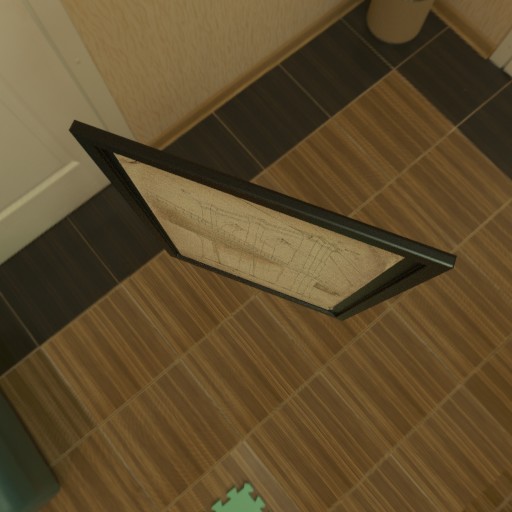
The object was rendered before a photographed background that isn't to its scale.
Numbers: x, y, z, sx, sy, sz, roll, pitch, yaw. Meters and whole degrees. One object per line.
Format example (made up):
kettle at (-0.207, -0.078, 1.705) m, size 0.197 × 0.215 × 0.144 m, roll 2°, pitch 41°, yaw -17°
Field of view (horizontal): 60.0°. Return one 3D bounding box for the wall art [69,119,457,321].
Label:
wall art at (0.000, 0.000, 0.838) m, size 0.480 × 0.657 × 0.016 m, roll 20°, pitch 77°, yaw 5°
